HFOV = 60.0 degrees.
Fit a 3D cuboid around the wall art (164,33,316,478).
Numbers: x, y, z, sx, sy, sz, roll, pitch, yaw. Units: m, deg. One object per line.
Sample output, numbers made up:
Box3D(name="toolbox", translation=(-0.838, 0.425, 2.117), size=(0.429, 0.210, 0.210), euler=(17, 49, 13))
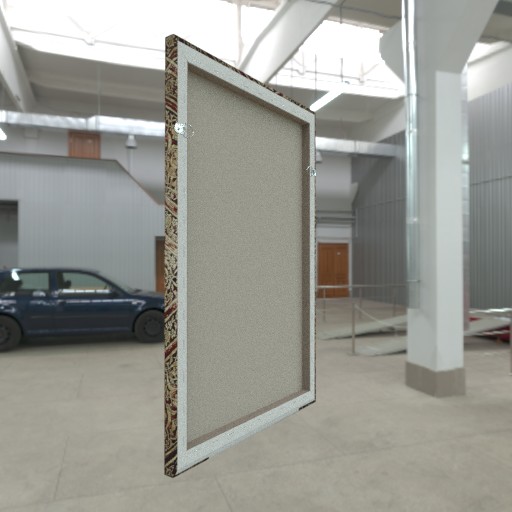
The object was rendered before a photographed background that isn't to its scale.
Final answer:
Box3D(name="wall art", translation=(0.000, 0.000, 1.149), size=(0.030, 0.904, 0.599), euler=(0, -1, 36))
